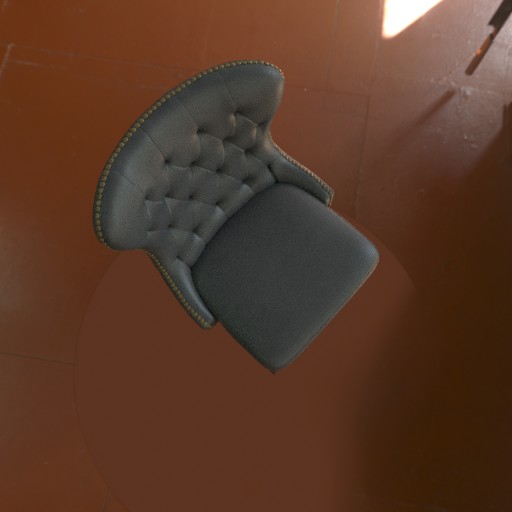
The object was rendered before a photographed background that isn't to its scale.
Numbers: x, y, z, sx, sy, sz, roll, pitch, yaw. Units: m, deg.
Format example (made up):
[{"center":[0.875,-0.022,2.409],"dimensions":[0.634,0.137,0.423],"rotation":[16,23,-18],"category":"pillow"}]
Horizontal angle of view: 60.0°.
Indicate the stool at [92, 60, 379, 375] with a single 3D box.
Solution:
[{"center":[0.000,0.000,1.309],"dimensions":[0.593,0.971,0.528],"rotation":[42,80,9],"category":"stool"}]
